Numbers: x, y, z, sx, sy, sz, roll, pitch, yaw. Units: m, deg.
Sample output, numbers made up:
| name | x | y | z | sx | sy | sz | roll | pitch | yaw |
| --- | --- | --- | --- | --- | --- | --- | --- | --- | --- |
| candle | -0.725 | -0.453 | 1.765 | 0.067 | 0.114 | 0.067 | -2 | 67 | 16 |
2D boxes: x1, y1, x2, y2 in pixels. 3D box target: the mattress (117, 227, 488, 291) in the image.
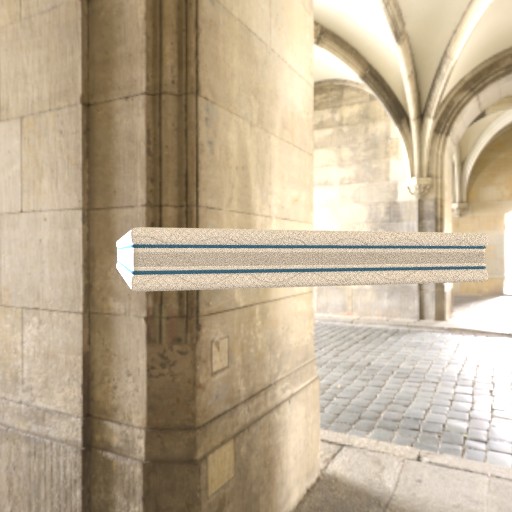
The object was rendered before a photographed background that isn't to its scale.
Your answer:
| name | x | y | z | sx | sy | sz | roll | pitch | yaw |
| --- | --- | --- | --- | --- | --- | --- | --- | --- | --- |
| mattress | 0.000 | 0.000 | 2.740 | 1.600 | 0.230 | 2.000 | 0 | 1 | -19 |
